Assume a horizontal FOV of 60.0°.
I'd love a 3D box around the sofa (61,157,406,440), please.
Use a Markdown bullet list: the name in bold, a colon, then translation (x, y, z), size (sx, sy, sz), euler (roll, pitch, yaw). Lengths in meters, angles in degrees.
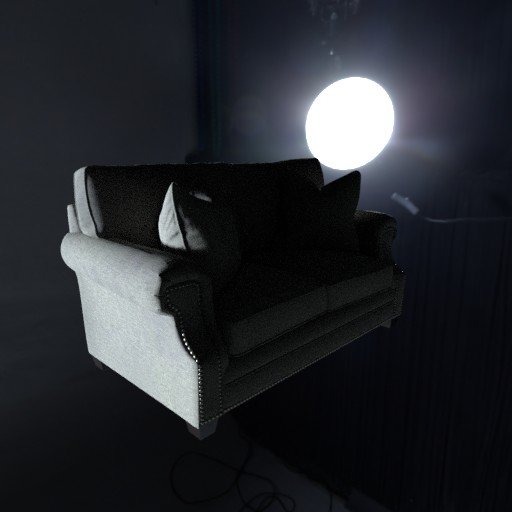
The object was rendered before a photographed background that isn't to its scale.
- **sofa**: translation (0.000, 0.000, 2.319), size (0.966, 0.966, 1.701), euler (14, 20, 43)
